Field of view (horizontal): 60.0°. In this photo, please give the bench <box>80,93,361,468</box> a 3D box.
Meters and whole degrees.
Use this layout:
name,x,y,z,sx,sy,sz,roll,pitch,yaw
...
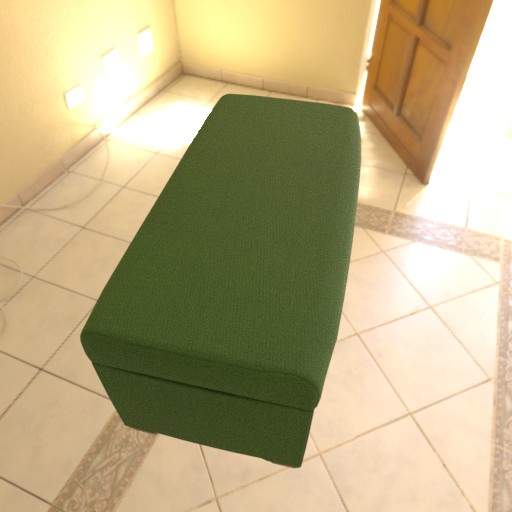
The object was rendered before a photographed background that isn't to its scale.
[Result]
name,x,y,z,sx,sy,sz,roll,pitch,yaw
bench,0.000,0.000,1.277,0.505,0.501,0.989,10,48,9
